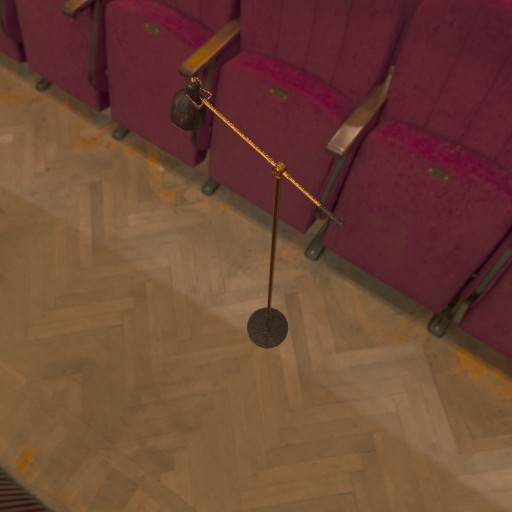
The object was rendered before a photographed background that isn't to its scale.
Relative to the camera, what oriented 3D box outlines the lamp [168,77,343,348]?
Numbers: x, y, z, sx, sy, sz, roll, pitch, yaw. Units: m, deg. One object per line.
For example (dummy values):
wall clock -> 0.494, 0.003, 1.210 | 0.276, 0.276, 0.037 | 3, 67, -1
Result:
lamp -> 0.000, 0.000, 1.849 | 0.618, 1.628, 0.235 | 33, 67, 16
